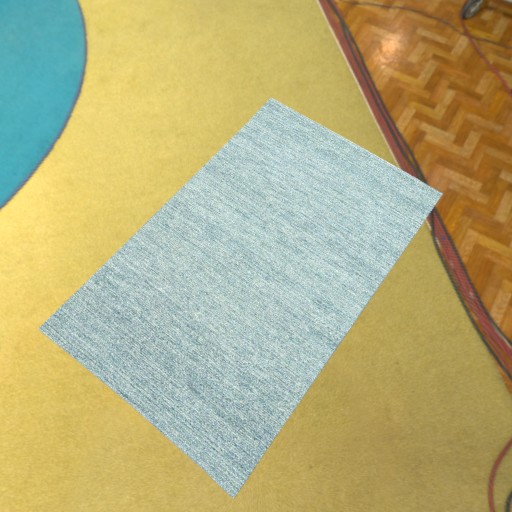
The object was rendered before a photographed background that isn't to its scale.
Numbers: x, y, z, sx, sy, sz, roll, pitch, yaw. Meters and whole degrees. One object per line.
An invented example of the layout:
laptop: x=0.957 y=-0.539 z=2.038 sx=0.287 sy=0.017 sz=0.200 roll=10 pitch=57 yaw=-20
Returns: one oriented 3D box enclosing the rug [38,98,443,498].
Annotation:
rug: x=0.000 y=0.000 z=2.253 sx=1.174 sy=0.022 sz=1.853 roll=34 pitch=69 yaw=16
